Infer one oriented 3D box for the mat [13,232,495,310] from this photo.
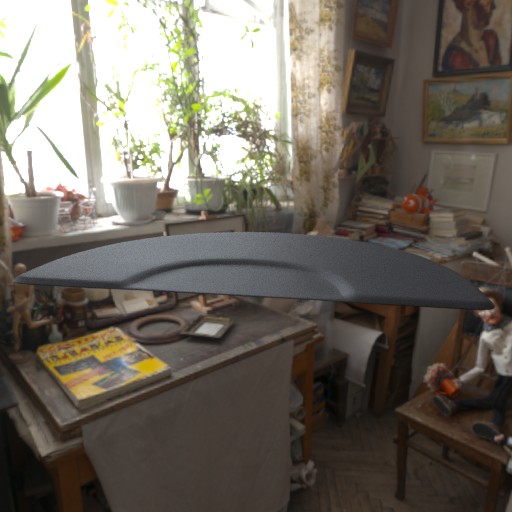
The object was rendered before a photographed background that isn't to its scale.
[{"bbox_3d":[0.000,0.000,1.785,1.525,0.022,0.917,2,15,9],"label":"mat"}]
